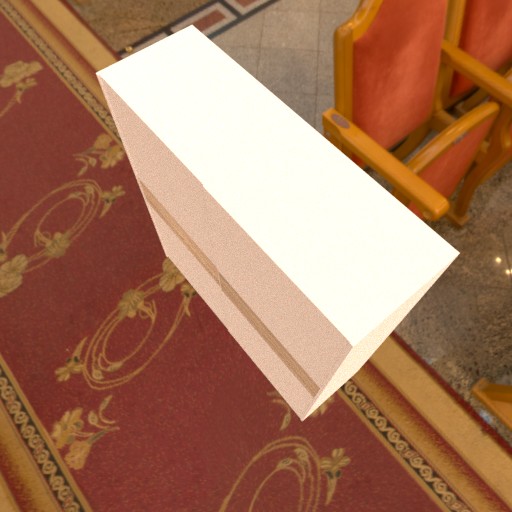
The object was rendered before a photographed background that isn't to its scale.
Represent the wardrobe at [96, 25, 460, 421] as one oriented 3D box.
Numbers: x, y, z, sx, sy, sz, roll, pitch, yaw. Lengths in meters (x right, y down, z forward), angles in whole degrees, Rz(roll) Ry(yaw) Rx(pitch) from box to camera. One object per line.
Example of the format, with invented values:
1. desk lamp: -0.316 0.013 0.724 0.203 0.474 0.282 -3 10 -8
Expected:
1. wardrobe: 0.000 0.000 2.901 0.600 2.020 1.830 -36 68 -17
